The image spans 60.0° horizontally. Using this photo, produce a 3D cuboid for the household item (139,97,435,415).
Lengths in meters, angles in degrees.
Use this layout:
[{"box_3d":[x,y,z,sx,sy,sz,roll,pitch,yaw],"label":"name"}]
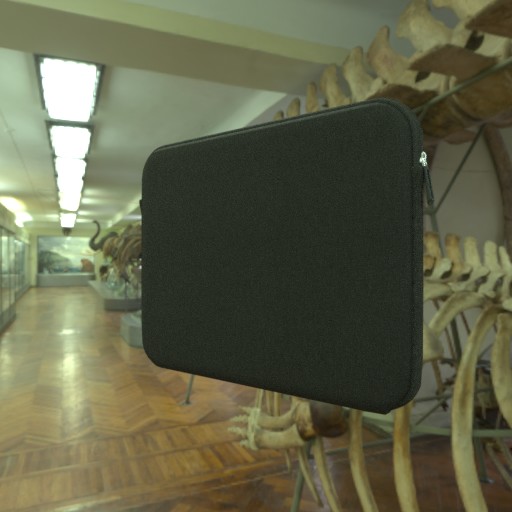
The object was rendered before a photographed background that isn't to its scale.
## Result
[{"box_3d":[0.000,0.000,0.517,0.396,0.305,0.030,0,0,36],"label":"household item"}]
